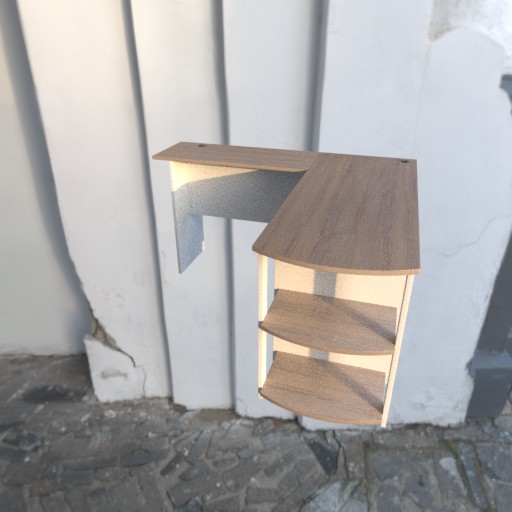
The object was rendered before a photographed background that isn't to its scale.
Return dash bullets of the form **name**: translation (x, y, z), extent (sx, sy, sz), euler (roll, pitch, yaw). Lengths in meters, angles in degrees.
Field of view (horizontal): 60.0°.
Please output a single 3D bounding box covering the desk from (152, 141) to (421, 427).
- **desk**: translation (0.000, 0.000, 2.118), extent (1.361, 0.716, 1.303), euler (8, 29, 15)
